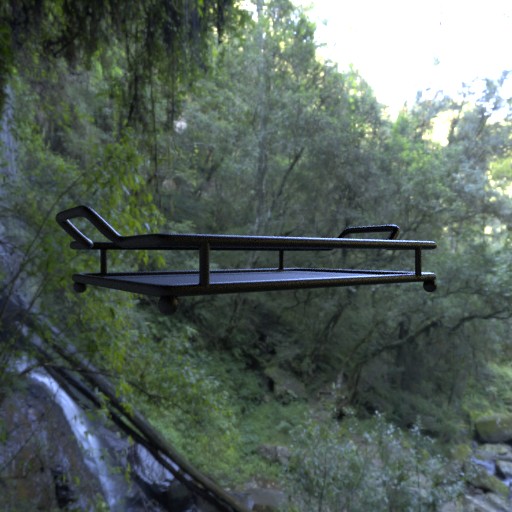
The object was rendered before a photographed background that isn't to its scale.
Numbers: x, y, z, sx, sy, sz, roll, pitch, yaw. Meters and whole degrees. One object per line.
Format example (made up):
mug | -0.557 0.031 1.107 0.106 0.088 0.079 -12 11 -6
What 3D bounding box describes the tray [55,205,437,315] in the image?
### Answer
tray | 0.000 0.000 0.611 0.495 0.101 0.297 0 0 -36
